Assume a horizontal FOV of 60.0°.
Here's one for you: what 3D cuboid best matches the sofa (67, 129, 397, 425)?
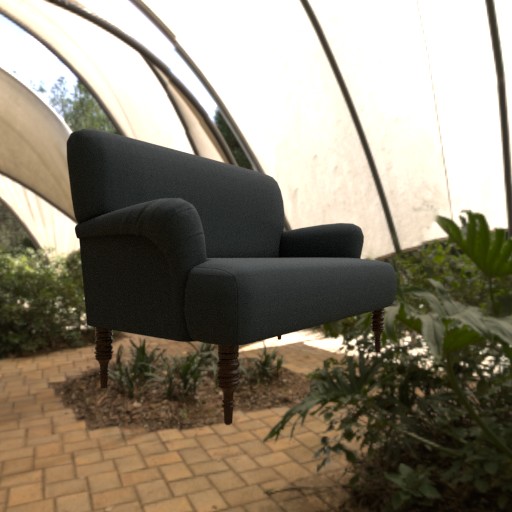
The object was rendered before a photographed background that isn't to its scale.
[{"bbox_3d":[0.000,0.000,1.782,0.779,0.889,1.297,0,0,36],"label":"sofa"}]
